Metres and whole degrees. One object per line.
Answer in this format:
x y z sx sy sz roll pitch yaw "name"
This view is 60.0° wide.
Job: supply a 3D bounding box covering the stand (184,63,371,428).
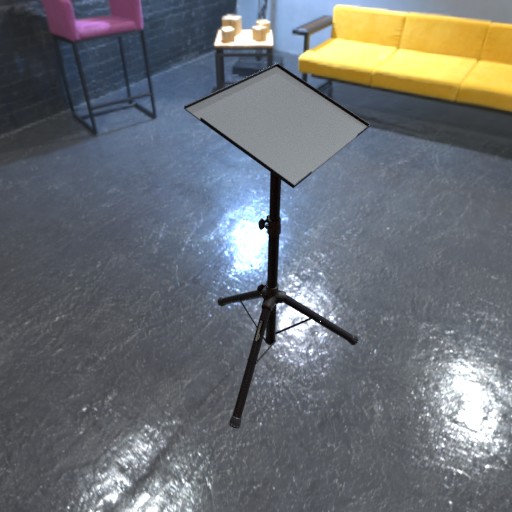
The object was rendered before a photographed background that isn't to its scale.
0.000 0.000 1.648 0.702 1.198 0.702 25 46 26 "stand"
